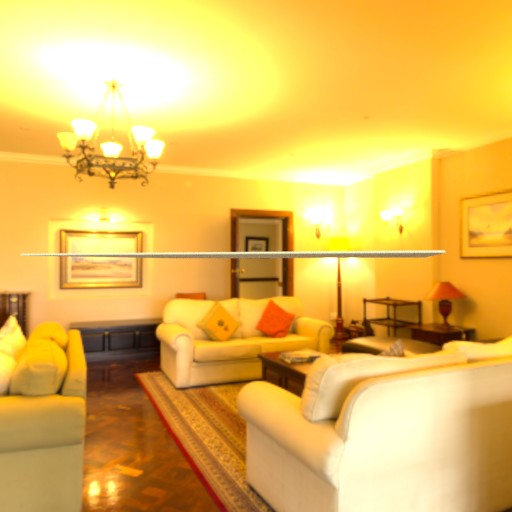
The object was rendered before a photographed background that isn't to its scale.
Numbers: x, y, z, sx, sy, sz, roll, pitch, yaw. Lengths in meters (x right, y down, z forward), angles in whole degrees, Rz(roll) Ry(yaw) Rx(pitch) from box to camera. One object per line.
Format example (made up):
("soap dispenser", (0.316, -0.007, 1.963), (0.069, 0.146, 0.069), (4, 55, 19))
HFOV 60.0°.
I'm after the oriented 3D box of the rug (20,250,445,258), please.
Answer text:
("rug", (0.000, 0.000, 3.961), (2.945, 0.014, 2.353), (0, -1, 19))
